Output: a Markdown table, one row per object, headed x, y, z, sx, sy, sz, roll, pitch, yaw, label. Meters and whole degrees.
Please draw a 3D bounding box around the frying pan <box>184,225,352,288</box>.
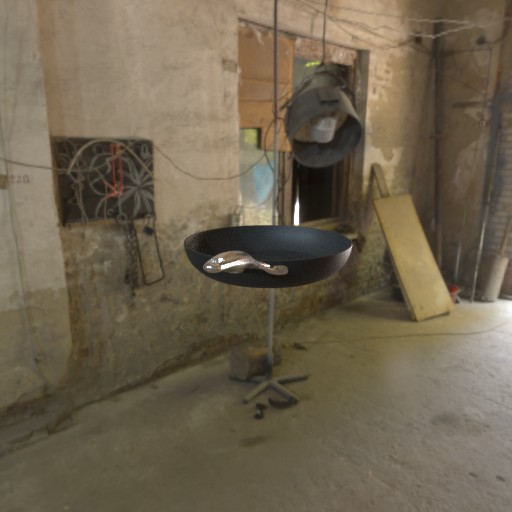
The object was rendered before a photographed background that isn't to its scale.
| x | y | z | sx | sy | sz | roll | pitch | yaw | label |
| --- | --- | --- | --- | --- | --- | --- | --- | --- | --- |
| 0.000 | 0.000 | 0.577 | 0.255 | 0.105 | 0.472 | 2 | 14 | 9 | frying pan |
